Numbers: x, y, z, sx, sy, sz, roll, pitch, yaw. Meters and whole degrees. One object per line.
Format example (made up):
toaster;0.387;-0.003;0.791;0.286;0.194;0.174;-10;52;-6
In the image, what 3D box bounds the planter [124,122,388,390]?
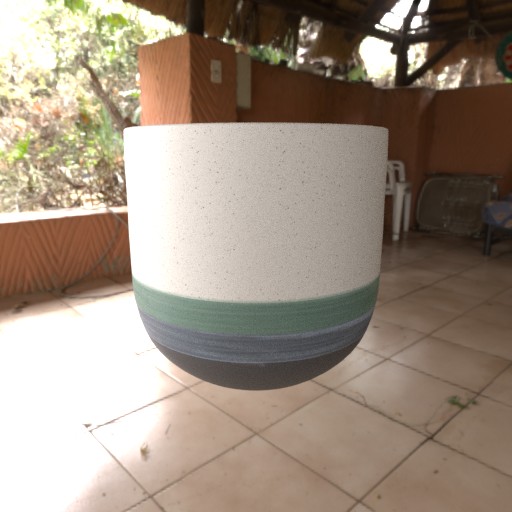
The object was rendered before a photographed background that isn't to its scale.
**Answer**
planter;0.000;0.000;0.494;0.268;0.270;0.268;0;13;0
